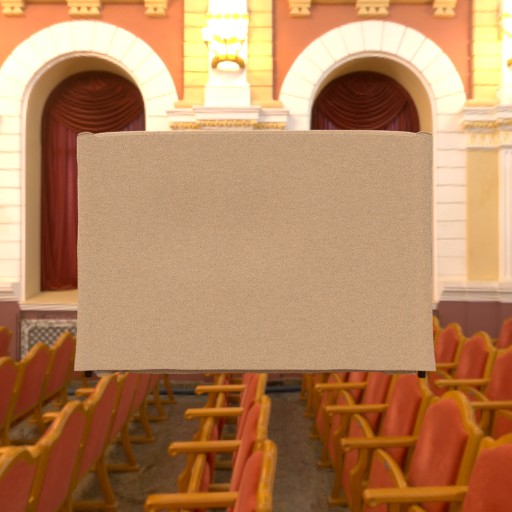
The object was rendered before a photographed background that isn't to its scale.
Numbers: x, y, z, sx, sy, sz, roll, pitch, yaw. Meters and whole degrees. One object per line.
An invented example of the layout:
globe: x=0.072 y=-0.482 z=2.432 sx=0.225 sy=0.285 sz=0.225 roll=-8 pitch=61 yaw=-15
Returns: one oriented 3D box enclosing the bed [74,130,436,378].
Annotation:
bed: x=0.000 y=0.000 z=3.472 sx=1.925 sy=1.332 sz=2.276 roll=0 pitch=-1 yaw=0
